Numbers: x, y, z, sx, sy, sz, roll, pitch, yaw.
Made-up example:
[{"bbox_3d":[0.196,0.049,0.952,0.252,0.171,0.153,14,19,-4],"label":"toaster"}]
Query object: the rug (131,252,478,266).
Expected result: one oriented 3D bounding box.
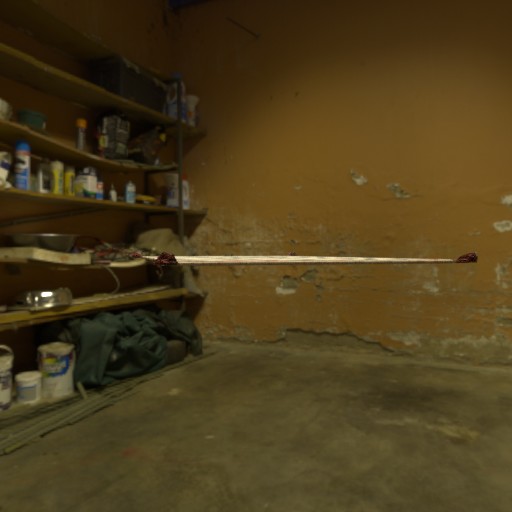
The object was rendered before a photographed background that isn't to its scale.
[{"bbox_3d":[0.000,0.000,3.370,1.741,0.066,2.672,0,1,-18],"label":"rug"}]
